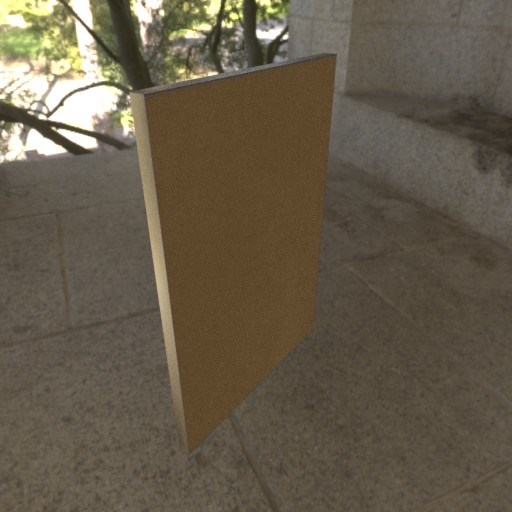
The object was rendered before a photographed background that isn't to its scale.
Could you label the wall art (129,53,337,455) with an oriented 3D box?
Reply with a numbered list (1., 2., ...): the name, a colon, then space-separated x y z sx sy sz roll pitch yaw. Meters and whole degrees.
1. wall art: 0.000 0.000 0.578 0.019 0.455 0.314 22 37 31
